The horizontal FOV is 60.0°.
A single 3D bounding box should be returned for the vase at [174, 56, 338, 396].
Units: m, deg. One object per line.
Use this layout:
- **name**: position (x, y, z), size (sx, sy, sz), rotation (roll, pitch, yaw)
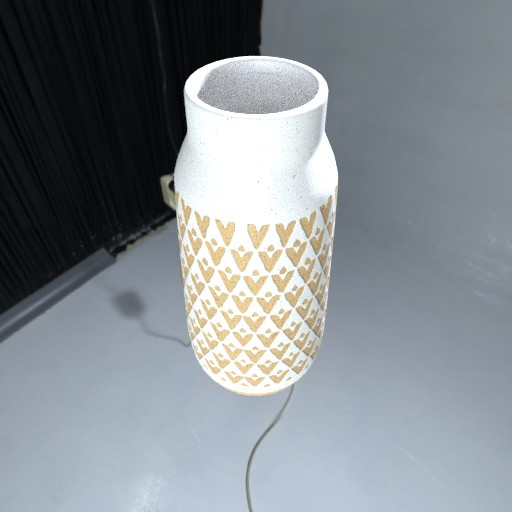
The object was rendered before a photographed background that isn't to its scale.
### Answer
- **vase**: position (0.000, 0.000, 0.386), size (0.137, 0.307, 0.137), rotation (0, 45, 0)
